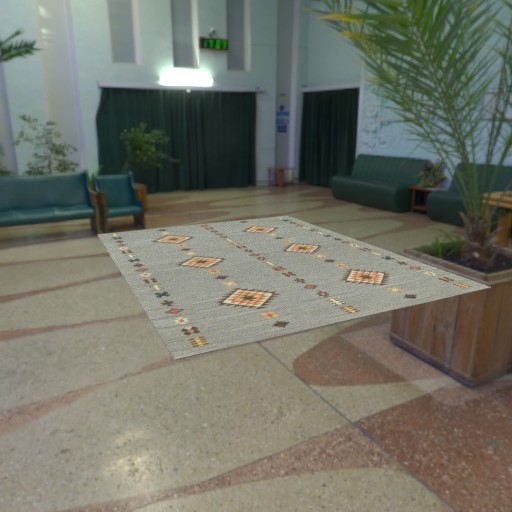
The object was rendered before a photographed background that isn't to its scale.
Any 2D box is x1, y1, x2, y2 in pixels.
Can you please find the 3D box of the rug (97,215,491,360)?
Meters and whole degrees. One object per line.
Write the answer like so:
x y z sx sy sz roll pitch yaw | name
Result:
0.000 0.000 4.103 2.425 0.008 3.035 -8 18 -25 | rug
